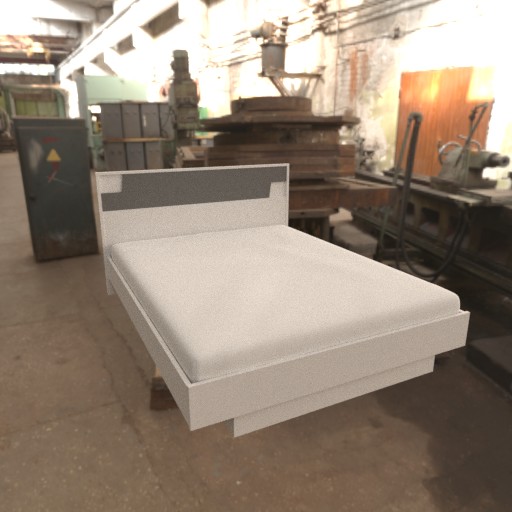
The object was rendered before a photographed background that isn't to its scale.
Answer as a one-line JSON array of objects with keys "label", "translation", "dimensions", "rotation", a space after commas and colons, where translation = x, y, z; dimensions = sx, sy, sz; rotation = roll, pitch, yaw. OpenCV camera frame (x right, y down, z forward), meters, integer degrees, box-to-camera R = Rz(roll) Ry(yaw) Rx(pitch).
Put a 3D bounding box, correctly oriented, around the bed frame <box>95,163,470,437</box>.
[{"label": "bed frame", "translation": [0.000, 0.000, 3.007], "dimensions": [1.711, 1.001, 2.100], "rotation": [-8, 19, -25]}]
